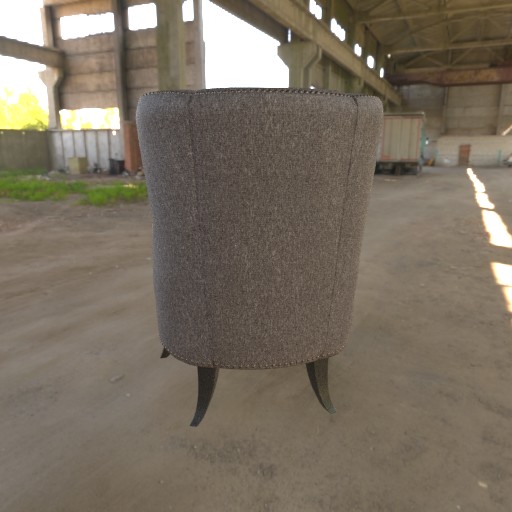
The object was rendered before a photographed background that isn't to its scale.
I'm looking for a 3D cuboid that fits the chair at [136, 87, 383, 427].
[{"bbox_3d":[0.000,0.000,1.588,0.759,1.060,0.758,-2,14,-9],"label":"chair"}]
